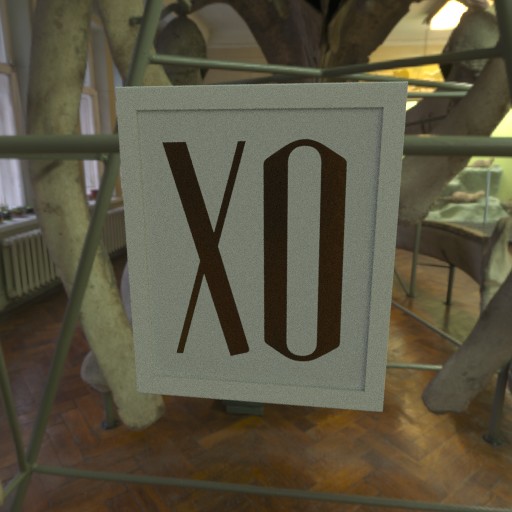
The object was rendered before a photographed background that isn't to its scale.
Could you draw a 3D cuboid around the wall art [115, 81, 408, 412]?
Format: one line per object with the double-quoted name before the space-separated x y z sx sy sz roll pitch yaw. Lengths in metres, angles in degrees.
"wall art" 0.000 0.000 0.740 0.444 0.536 0.020 2 14 8
